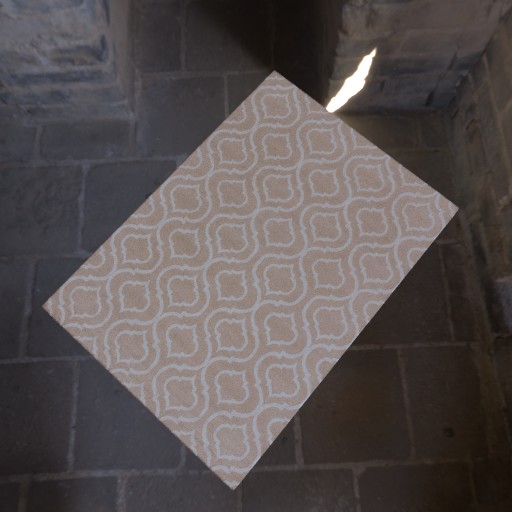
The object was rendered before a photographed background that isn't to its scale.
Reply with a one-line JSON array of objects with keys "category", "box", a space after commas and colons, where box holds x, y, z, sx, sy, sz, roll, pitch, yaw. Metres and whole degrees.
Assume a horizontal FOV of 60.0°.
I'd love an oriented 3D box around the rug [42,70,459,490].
[{"category": "rug", "box": [0.000, 0.000, 2.705, 1.524, 0.010, 2.134, 40, 79, 9]}]
